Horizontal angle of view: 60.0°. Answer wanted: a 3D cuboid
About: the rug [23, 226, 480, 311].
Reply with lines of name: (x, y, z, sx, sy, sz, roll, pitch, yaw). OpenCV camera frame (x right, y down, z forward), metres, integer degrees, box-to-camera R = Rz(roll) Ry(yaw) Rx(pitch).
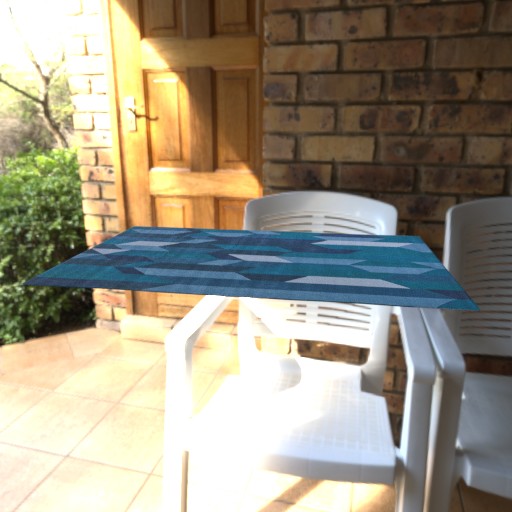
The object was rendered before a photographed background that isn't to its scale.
rug: (0.000, 0.000, 3.024, 2.420, 0.005, 1.528, 3, 16, 9)
